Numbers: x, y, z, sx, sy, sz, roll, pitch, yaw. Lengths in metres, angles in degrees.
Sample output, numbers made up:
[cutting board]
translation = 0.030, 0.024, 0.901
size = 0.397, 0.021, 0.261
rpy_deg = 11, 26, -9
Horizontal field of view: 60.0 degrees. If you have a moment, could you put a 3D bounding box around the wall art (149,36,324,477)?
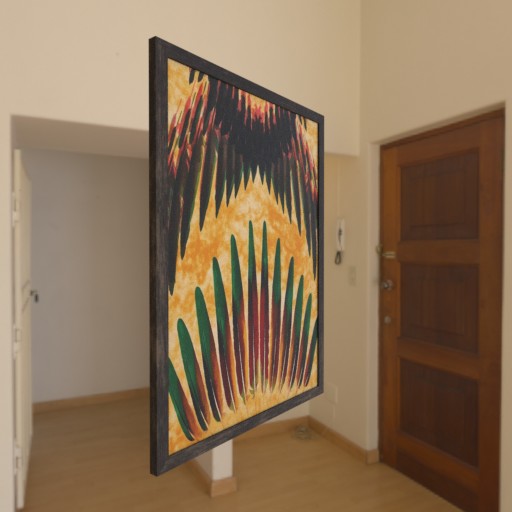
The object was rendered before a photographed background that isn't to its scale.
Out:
[wall art]
translation = 0.000, 0.000, 1.398
size = 0.029, 1.066, 0.812
rpy_deg = 1, 1, 38
